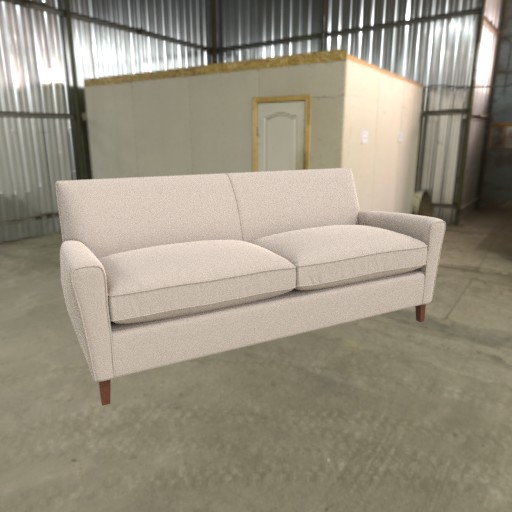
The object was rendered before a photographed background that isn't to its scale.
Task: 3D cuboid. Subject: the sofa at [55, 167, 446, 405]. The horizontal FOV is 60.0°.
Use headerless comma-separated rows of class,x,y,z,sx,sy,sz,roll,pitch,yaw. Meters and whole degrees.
sofa,0.000,0.000,2.463,2.000,0.846,0.875,-8,18,-26
